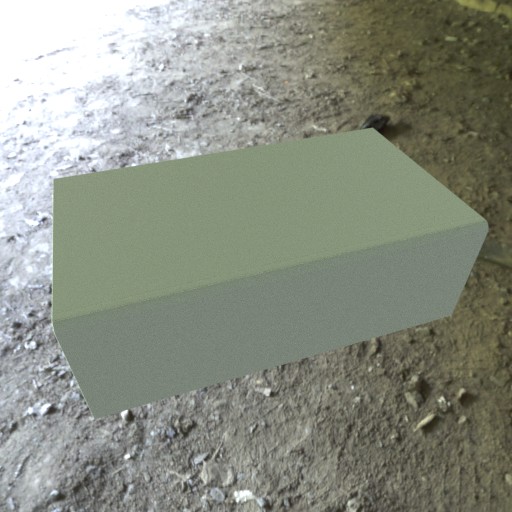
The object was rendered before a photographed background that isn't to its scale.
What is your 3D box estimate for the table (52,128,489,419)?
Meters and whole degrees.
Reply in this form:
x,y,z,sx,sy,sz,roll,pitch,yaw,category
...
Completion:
x,y,z,sx,sy,sz,roll,pitch,yaw,category
0.000,0.000,1.409,1.097,0.442,0.639,-13,43,-14,table
